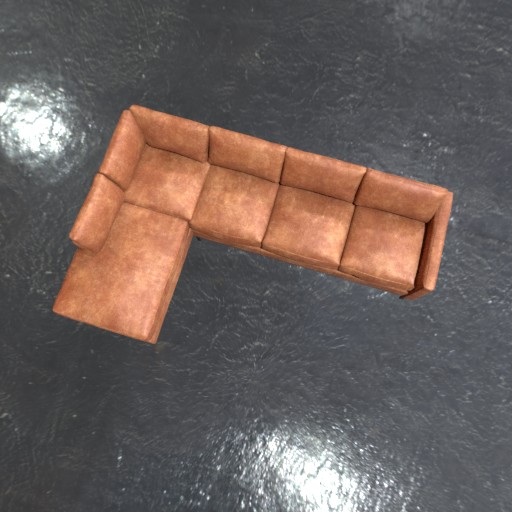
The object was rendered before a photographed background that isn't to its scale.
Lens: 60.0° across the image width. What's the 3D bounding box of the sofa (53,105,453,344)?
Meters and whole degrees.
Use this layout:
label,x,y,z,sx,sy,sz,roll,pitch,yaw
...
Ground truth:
label,x,y,z,sx,sy,sz,roll,pitch,yaw
sofa,0.000,0.000,3.861,2.984,0.877,1.938,16,75,4
